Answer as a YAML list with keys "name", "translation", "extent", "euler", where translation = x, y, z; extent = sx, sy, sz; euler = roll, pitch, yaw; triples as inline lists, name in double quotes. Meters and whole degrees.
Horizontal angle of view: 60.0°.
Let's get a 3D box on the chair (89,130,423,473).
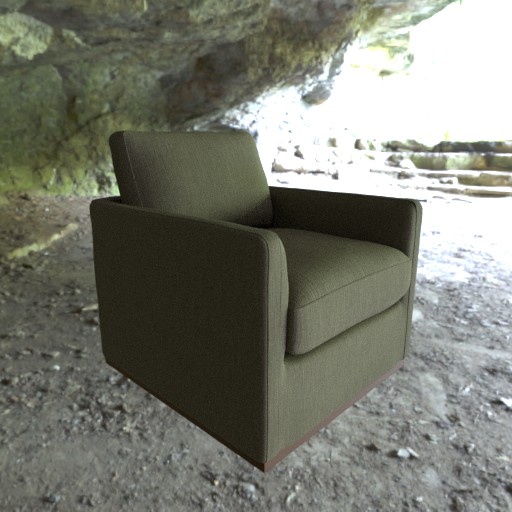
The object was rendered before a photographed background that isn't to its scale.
- name: "chair"
  translation: [0.000, 0.000, 1.478]
  extent: [0.834, 0.811, 0.763]
  euler: [14, 21, 42]
